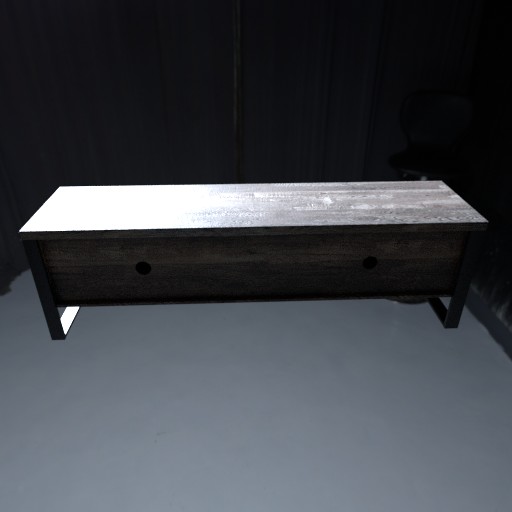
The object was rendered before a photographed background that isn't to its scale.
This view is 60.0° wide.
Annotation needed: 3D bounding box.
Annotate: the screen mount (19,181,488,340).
[{"bbox_3d":[0.000,0.000,1.722,1.524,0.450,0.395,-1,30,-2],"label":"screen mount"}]
